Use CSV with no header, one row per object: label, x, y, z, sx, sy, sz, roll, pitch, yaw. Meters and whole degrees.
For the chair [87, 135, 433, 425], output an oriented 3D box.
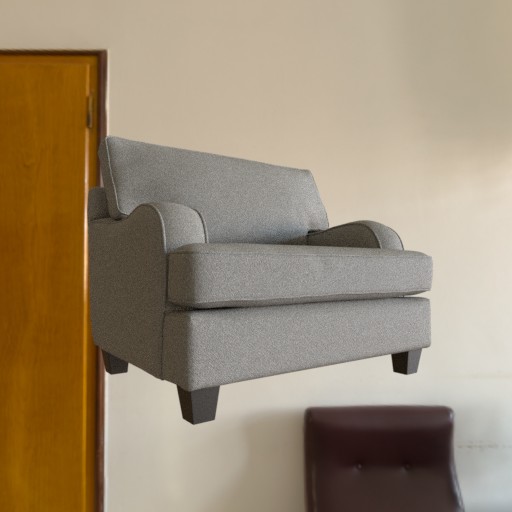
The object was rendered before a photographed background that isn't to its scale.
chair,0.000,0.000,1.973,1.220,1.016,1.040,1,-2,-36
